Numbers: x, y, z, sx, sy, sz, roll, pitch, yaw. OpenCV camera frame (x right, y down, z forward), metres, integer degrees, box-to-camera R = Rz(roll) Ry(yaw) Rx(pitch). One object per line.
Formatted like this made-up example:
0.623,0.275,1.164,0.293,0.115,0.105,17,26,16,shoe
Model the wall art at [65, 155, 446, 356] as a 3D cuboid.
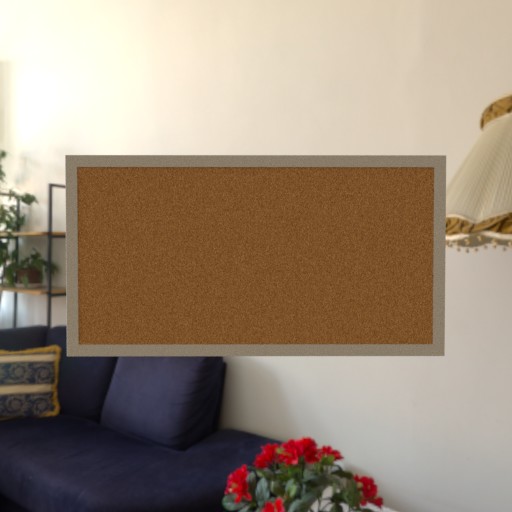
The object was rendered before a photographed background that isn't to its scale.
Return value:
0.000,0.000,0.968,0.812,0.431,0.038,0,1,0,wall art
